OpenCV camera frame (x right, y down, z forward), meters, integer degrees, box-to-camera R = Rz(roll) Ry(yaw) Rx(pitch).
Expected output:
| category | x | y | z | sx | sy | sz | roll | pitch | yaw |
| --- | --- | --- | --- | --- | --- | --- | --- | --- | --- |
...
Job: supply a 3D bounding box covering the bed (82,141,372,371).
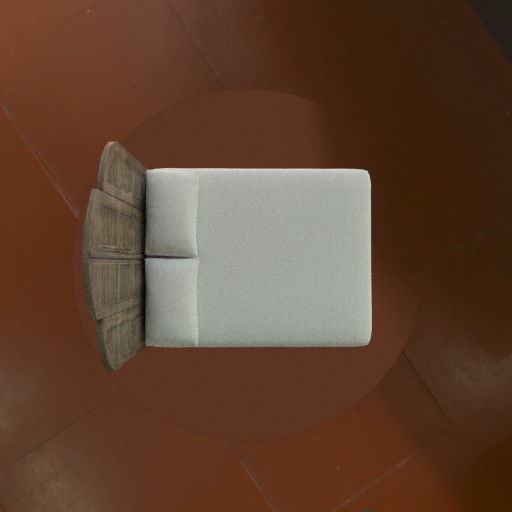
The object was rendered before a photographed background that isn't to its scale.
| category | x | y | z | sx | sy | sz | roll | pitch | yaw |
| --- | --- | --- | --- | --- | --- | --- | --- | --- | --- |
| bed | 0.000 | 0.000 | 3.594 | 2.138 | 2.019 | 1.713 | 0 | 89 | -1 |
